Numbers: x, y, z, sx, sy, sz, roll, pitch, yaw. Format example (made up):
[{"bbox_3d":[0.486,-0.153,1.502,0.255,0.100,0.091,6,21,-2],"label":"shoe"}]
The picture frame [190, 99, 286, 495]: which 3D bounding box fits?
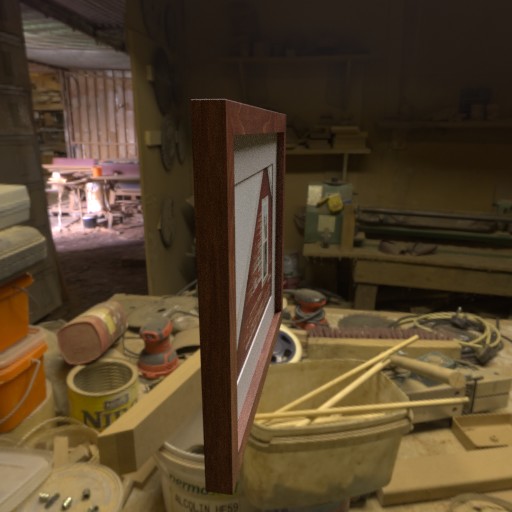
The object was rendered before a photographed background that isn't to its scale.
[{"bbox_3d":[0.000,0.000,0.528,0.025,0.330,0.381,3,16,10],"label":"picture frame"}]
